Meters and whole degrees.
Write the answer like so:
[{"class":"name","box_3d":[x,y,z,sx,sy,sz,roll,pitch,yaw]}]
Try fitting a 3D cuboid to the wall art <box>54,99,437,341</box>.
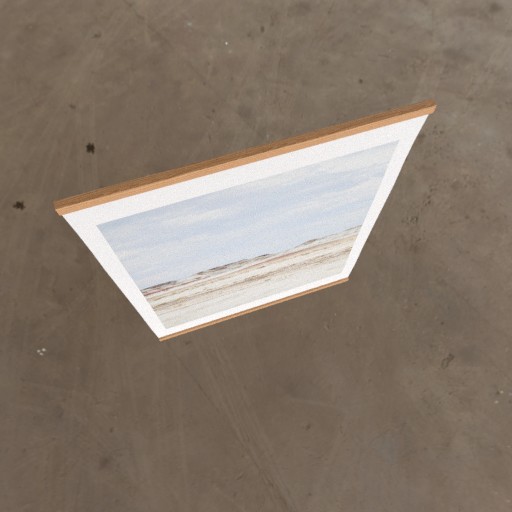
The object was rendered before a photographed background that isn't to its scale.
[{"class":"wall art","box_3d":[0.000,0.000,0.678,0.404,0.507,0.010,-17,66,-8]}]
